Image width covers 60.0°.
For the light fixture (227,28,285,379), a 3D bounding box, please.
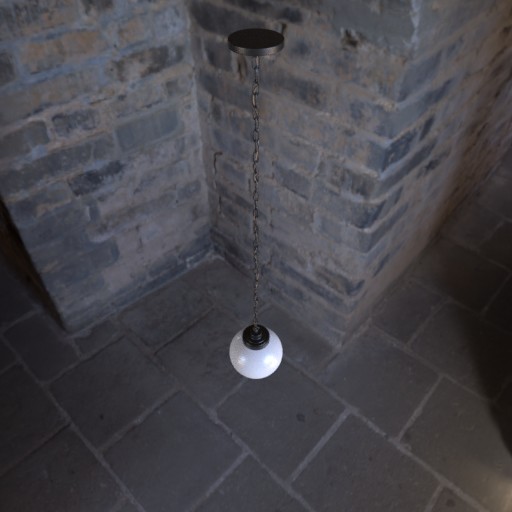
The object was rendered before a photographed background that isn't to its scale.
[{"bbox_3d":[0.000,0.000,1.999,0.305,1.867,0.304,-3,45,-2],"label":"light fixture"}]
